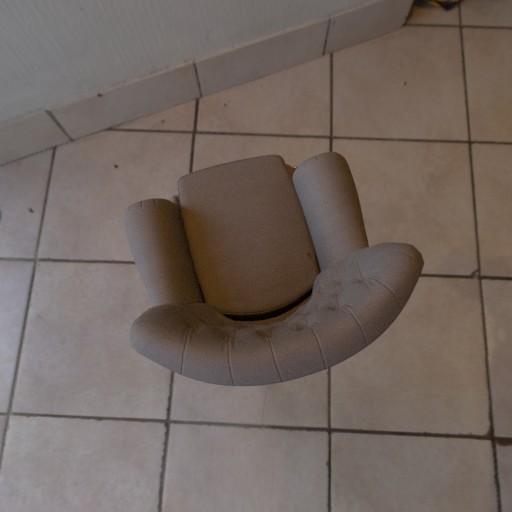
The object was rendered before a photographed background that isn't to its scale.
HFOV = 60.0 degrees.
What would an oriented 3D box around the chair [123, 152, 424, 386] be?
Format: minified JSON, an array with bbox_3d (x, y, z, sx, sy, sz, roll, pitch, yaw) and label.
[{"bbox_3d":[0.000,0.000,1.821,0.983,1.046,0.983,-15,76,-4],"label":"chair"}]
